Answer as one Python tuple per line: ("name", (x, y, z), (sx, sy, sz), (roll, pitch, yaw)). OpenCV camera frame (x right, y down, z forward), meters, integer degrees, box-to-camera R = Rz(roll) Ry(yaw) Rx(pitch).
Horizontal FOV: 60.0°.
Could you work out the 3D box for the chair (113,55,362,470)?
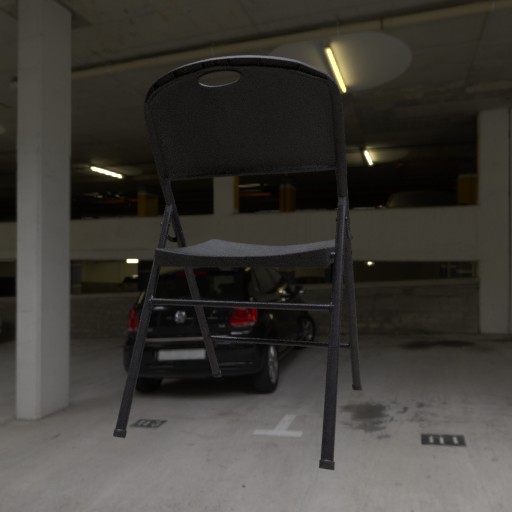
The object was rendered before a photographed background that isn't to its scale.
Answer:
("chair", (0.000, 0.000, 1.162), (0.494, 0.810, 0.566), (0, 0, 19))
